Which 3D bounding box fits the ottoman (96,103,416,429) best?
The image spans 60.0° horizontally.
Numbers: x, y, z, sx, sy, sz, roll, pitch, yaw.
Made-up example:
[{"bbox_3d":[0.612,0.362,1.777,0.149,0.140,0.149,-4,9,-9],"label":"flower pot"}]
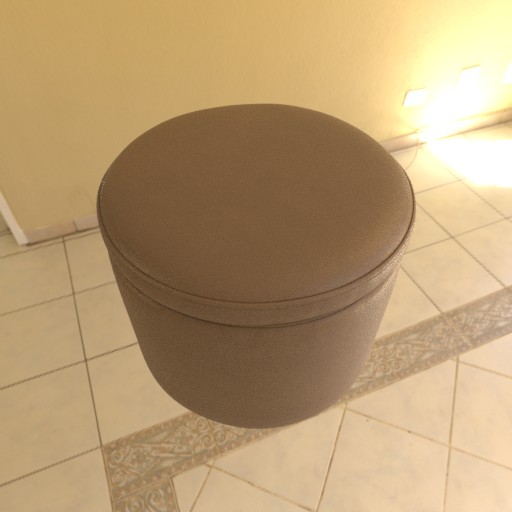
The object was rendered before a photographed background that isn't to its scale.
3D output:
[{"bbox_3d":[0.000,0.000,0.828,0.500,0.409,0.500,0,46,0],"label":"ottoman"}]
